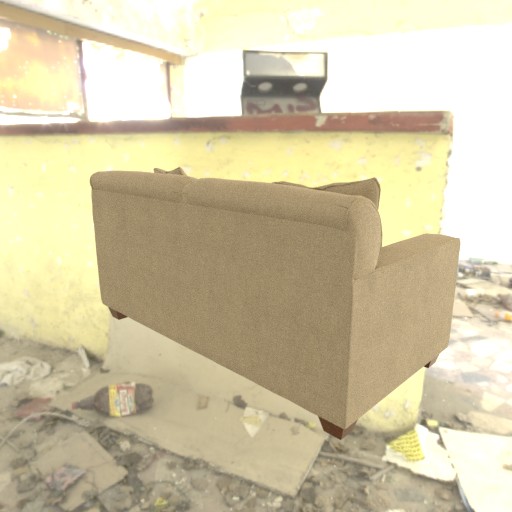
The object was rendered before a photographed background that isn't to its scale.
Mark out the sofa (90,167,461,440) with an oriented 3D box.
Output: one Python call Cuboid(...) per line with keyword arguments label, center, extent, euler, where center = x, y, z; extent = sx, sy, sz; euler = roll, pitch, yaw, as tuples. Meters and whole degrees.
Cuboid(label="sofa", center=(0.000, 0.000, 2.442), extent=(1.846, 0.958, 0.998), euler=(14, 20, 43))
